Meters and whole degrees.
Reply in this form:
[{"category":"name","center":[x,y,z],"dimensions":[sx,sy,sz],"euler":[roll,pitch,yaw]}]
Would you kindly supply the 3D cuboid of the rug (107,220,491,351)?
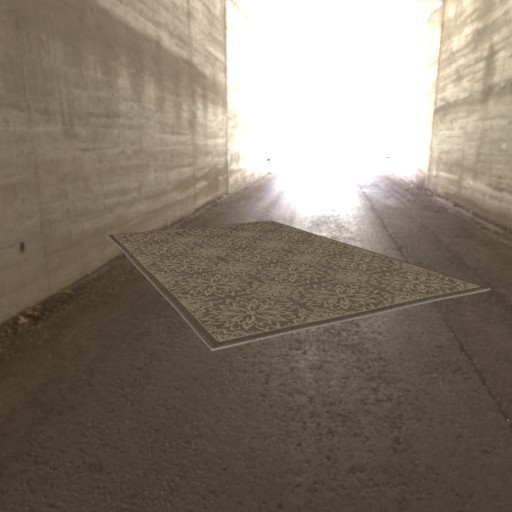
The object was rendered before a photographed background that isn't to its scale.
[{"category":"rug","center":[0.000,0.000,3.479],"dimensions":[1.819,0.018,2.746],"euler":[-7,16,-26]}]
